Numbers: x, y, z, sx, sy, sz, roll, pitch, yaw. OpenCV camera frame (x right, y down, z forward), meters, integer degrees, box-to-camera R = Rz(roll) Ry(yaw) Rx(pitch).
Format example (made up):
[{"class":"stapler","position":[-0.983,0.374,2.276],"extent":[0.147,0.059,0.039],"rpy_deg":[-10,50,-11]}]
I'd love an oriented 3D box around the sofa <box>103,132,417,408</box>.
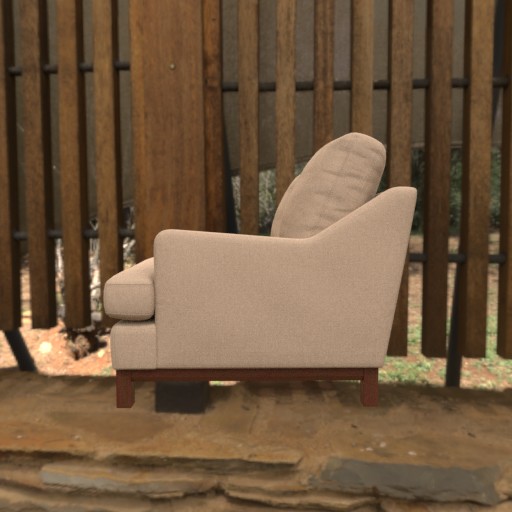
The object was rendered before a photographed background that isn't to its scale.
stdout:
[{"class":"sofa","position":[0.000,0.000,2.188],"extent":[1.004,0.910,1.619],"rpy_deg":[0,3,-1]}]
